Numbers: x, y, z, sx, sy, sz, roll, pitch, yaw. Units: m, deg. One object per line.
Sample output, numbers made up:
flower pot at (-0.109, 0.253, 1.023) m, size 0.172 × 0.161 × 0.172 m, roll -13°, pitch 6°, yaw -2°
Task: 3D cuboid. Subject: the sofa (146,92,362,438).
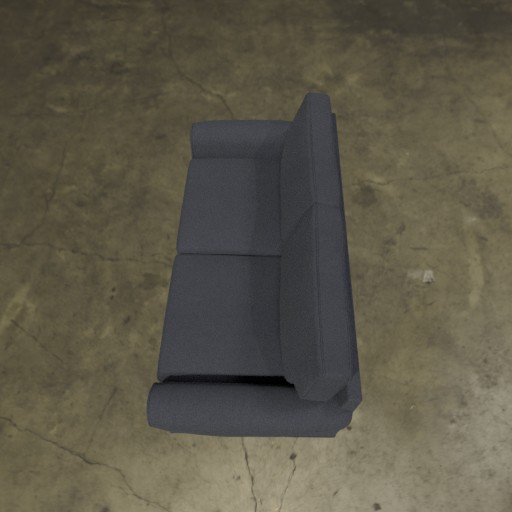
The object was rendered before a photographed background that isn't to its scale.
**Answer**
sofa at (0.000, 0.000, 2.581) m, size 0.951 × 1.031 × 2.009 m, roll 2°, pitch 58°, yaw 1°
